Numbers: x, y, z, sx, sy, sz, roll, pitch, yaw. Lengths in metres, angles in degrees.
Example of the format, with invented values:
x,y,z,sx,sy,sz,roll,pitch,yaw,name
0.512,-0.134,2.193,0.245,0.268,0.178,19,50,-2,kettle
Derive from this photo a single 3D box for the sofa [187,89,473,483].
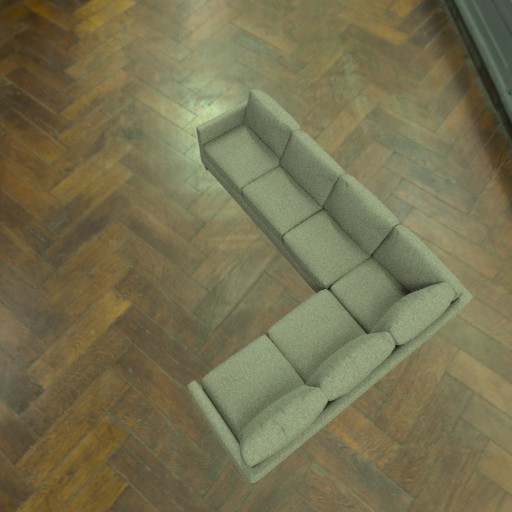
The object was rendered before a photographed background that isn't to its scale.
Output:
x,y,z,sx,sy,sz,roll,pitch,yaw,name
0.000,0.000,4.510,2.593,0.947,3.302,-33,67,-16,sofa
